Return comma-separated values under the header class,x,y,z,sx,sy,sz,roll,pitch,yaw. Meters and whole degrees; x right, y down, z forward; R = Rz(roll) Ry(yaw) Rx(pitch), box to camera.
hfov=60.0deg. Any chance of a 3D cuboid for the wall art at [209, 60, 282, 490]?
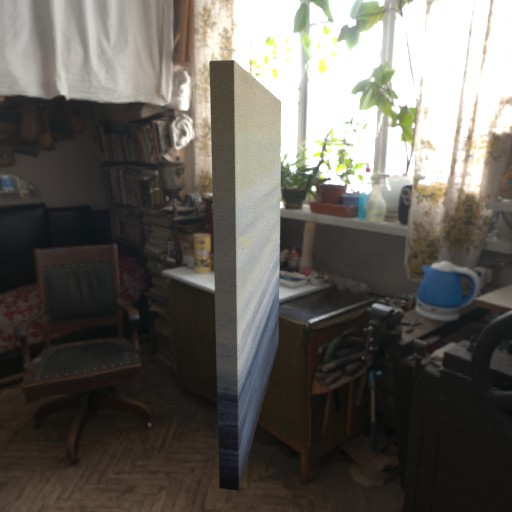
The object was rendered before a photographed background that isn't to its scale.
class,x,y,z,sx,sy,sz,roll,pitch,yaw
wall art,0.000,0.000,0.990,0.041,0.710,0.608,2,14,9
